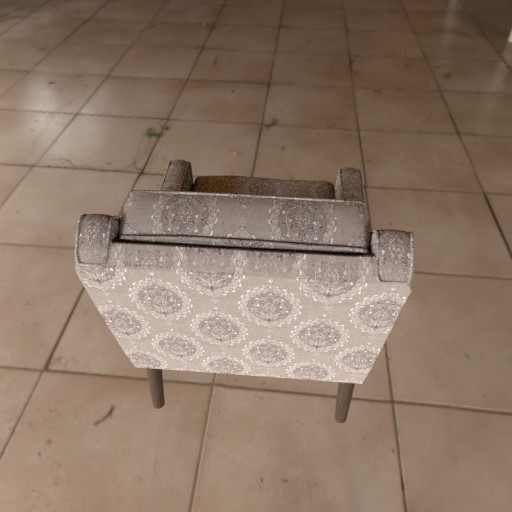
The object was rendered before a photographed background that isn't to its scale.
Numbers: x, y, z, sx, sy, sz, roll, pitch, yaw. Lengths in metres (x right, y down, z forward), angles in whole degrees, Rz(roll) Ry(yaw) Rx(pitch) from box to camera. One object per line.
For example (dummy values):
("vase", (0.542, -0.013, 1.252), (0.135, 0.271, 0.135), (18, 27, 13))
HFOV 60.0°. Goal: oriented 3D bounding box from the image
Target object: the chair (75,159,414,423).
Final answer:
("chair", (0.000, 0.000, 1.322), (0.665, 0.797, 0.750), (3, 45, 3))
